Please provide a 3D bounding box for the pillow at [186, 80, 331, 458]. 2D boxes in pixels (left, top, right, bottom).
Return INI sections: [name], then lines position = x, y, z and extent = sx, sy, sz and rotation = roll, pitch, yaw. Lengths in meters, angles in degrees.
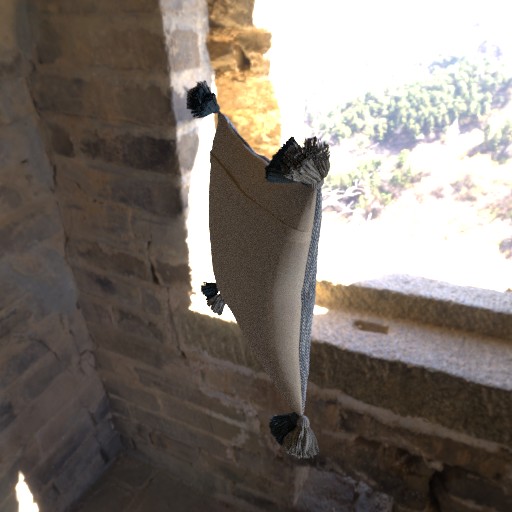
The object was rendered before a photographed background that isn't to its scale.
[pillow]
position = 0.000, 0.000, 0.923
extent = 0.138, 0.634, 0.614
rotation = -11, 33, -18
